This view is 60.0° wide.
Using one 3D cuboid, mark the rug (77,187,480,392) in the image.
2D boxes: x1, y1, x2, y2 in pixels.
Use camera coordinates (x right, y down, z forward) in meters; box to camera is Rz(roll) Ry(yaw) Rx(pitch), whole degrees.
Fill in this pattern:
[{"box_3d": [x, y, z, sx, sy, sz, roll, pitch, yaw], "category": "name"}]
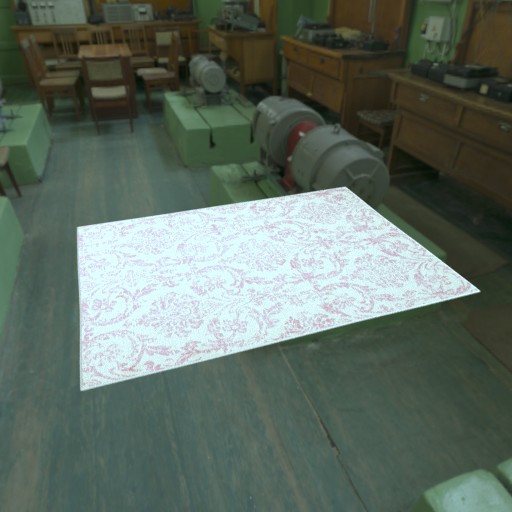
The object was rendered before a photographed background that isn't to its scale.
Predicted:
[{"box_3d": [0.000, 0.000, 2.896, 2.202, 0.014, 1.598, -11, 34, -16], "category": "rug"}]
